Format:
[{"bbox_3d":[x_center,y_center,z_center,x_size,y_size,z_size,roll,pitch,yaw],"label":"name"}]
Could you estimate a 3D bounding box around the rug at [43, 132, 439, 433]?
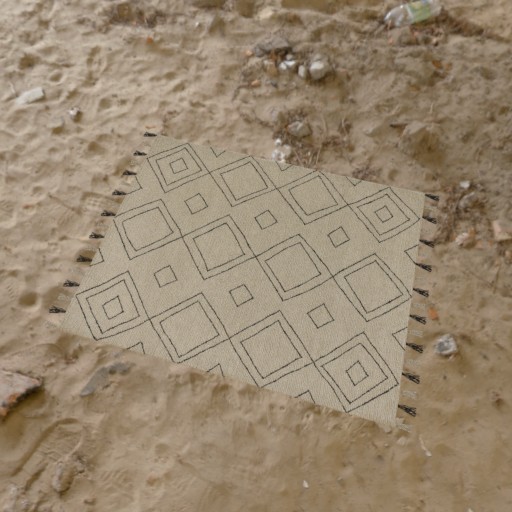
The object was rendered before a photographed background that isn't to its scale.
[{"bbox_3d":[0.000,0.000,4.182,3.221,0.026,2.342,14,63,7],"label":"rug"}]
